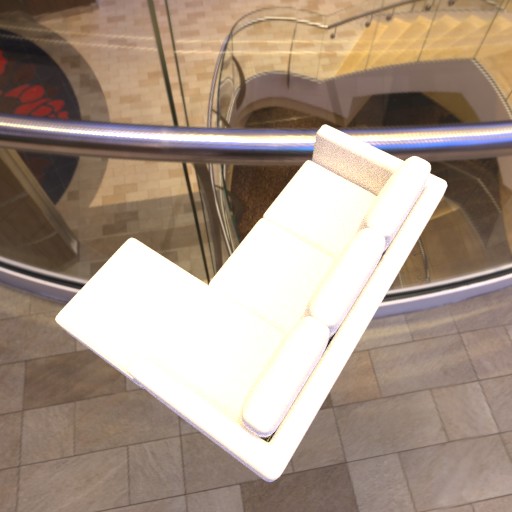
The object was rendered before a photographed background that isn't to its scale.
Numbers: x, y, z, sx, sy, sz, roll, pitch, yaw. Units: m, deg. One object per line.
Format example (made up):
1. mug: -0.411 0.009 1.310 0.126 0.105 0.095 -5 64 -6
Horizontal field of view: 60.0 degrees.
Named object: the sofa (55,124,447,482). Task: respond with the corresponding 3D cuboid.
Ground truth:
1. sofa: 0.000 0.000 2.790 1.580 0.899 2.029 31 66 15
